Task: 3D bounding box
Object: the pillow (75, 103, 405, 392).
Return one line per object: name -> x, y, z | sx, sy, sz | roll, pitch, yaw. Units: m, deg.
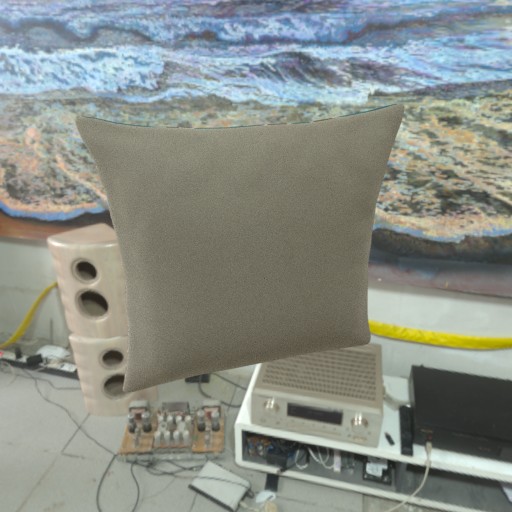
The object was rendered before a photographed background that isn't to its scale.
pillow -> 0.000, 0.000, 0.796 | 0.526, 0.507, 0.166 | -8, 27, -15
